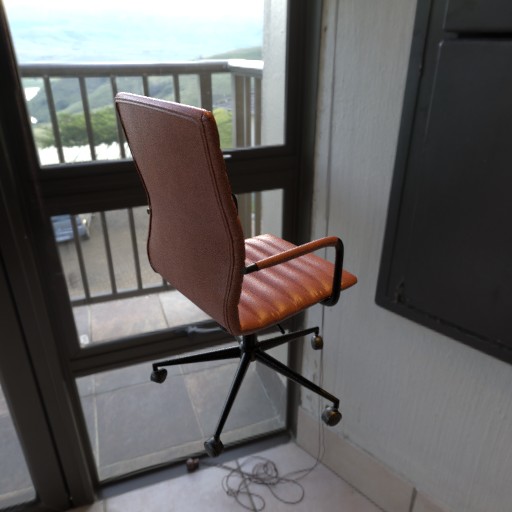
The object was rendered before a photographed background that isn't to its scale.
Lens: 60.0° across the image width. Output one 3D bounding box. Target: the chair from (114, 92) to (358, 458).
[{"bbox_3d":[0.000,0.000,1.242,0.578,0.878,0.600,-19,32,-34],"label":"chair"}]
